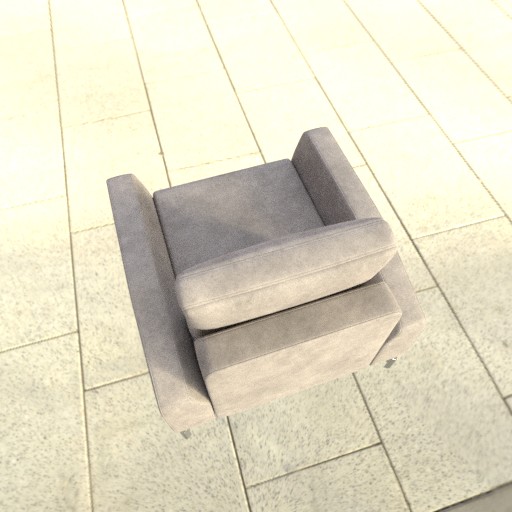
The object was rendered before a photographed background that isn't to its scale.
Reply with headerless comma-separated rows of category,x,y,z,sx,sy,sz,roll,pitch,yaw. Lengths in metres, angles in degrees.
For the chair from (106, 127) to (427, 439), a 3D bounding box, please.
chair,0.000,0.000,1.609,0.900,0.800,0.900,-16,59,-10
